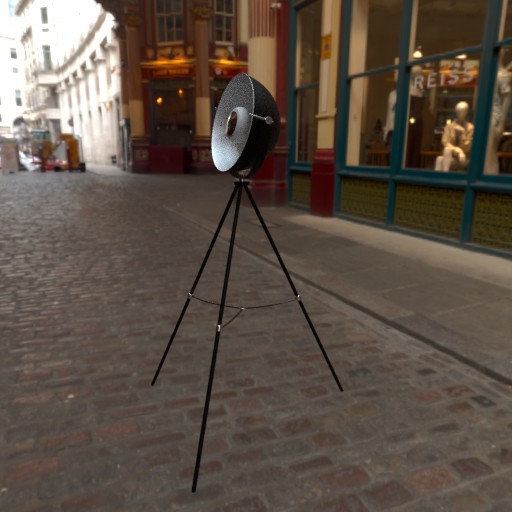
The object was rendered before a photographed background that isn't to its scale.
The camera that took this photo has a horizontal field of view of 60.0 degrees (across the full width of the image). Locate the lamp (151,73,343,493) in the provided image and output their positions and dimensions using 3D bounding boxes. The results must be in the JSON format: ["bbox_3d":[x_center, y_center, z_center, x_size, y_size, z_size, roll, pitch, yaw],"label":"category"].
[{"bbox_3d":[0.000,0.000,1.986,0.920,1.512,0.817,-7,16,-25],"label":"lamp"}]
